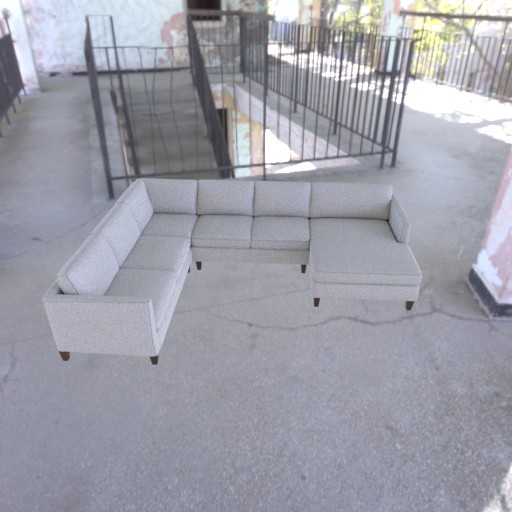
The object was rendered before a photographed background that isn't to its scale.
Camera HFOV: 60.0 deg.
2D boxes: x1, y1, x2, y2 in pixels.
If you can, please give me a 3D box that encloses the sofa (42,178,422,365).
[{"bbox_3d":[0.000,0.000,4.727,3.403,0.889,2.551,2,30,3],"label":"sofa"}]
